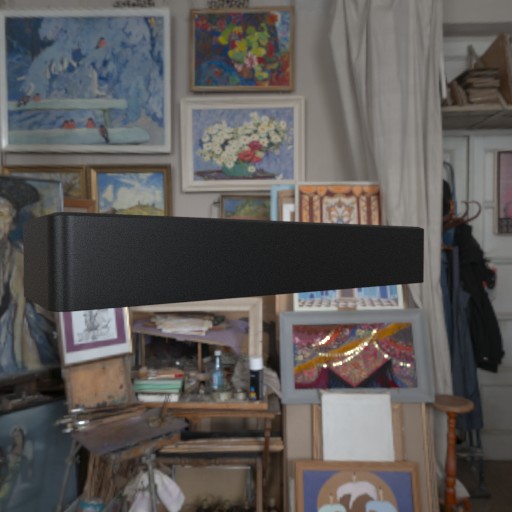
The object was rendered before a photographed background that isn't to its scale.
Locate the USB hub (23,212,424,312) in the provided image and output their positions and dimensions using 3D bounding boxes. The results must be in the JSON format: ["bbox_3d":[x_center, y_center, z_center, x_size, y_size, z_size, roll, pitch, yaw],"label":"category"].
[{"bbox_3d":[0.000,0.000,0.160,0.145,0.023,0.044,-1,2,-36],"label":"USB hub"}]
